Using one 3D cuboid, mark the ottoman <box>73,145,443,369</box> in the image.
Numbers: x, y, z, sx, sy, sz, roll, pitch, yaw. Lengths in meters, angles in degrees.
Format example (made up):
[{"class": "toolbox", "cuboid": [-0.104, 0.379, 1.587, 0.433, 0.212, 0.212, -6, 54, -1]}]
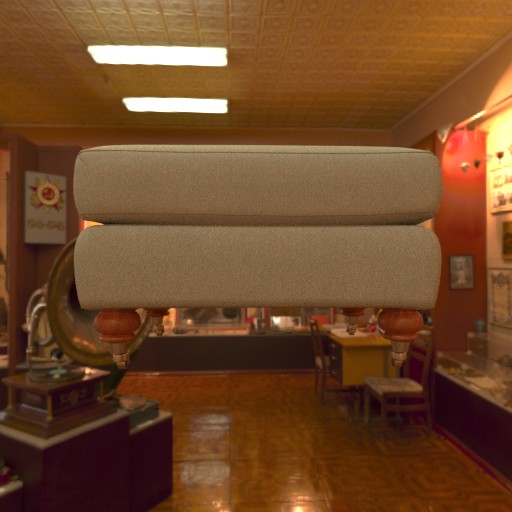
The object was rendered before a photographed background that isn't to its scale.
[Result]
[{"class": "ottoman", "cuboid": [0.000, 0.000, 1.161, 0.773, 0.499, 0.569, 0, -1, -1]}]
